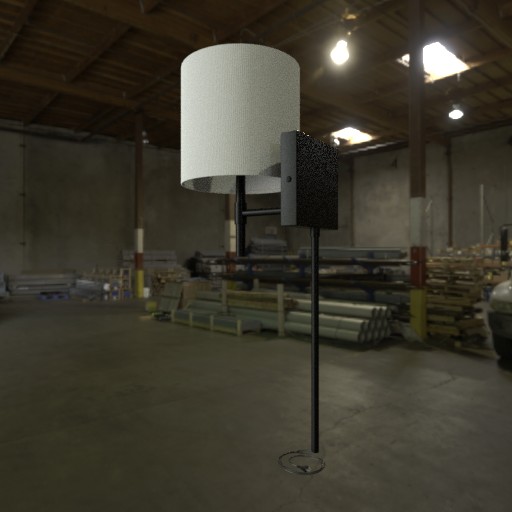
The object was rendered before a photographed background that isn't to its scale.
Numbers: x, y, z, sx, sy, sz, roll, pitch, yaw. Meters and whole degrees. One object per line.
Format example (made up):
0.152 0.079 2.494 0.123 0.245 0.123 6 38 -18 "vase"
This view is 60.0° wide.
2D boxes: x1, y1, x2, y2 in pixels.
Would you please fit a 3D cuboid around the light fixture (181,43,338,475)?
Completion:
0.000 0.000 0.690 0.248 0.589 0.188 0 0 36 "light fixture"
